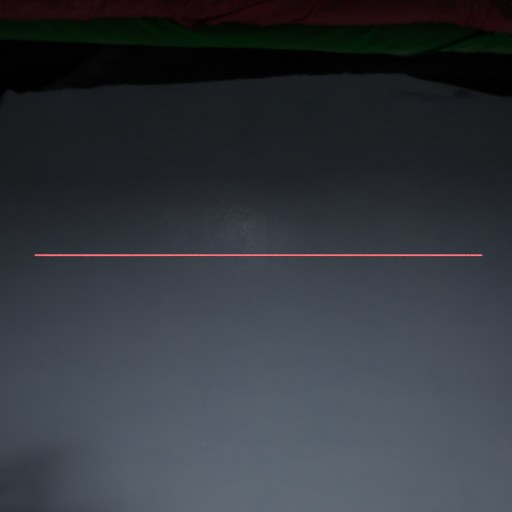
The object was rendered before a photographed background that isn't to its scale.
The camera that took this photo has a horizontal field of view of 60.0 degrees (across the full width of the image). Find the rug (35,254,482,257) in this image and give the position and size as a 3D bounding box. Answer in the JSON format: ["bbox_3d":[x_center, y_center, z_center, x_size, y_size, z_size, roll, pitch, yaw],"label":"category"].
[{"bbox_3d":[0.000,0.000,4.203,3.053,0.013,2.387,0,0,-2],"label":"rug"}]
